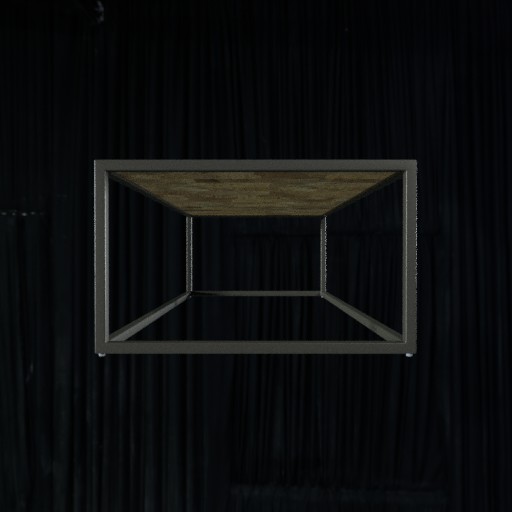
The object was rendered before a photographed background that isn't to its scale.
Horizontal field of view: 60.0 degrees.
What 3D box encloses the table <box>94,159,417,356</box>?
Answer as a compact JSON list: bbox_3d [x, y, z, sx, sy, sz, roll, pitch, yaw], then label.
[{"bbox_3d":[0.000,0.000,1.491,0.649,0.398,1.199,0,1,0],"label":"table"}]
